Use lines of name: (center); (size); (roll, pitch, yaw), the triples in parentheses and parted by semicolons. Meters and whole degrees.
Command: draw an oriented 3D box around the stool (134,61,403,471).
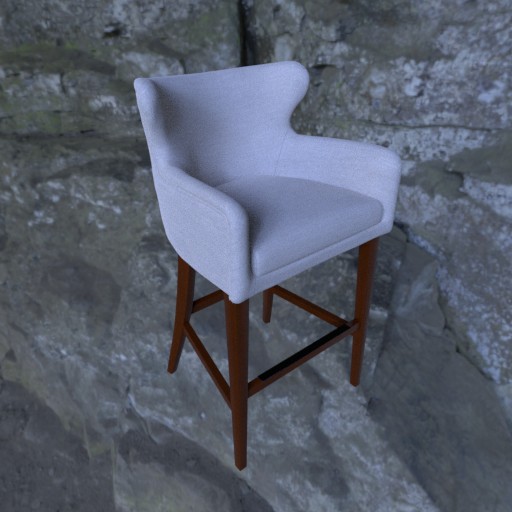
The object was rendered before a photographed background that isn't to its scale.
stool: (0.000, 0.000, 1.347); (0.556, 1.034, 0.563); (-23, 38, -32)
